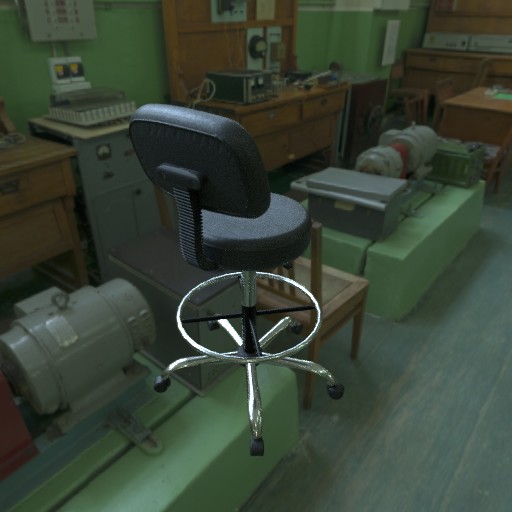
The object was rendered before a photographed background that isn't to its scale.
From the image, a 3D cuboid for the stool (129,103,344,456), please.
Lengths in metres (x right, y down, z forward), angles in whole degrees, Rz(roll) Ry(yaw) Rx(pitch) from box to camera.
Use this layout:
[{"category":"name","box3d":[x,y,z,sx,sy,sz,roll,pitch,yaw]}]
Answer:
[{"category":"stool","box3d":[0.000,0.000,1.514,0.694,1.069,0.658,21,36,32]}]
